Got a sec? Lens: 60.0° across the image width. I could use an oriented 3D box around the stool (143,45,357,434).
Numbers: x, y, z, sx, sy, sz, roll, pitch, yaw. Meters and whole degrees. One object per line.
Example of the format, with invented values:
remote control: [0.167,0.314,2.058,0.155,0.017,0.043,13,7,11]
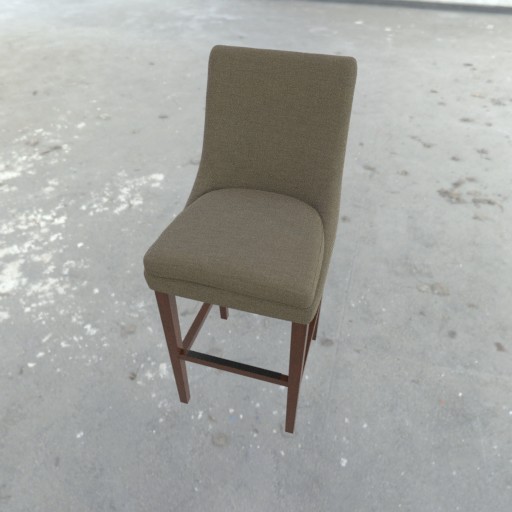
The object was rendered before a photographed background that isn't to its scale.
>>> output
stool: [0.000,0.000,1.387,0.470,1.078,0.577,11,42,13]
